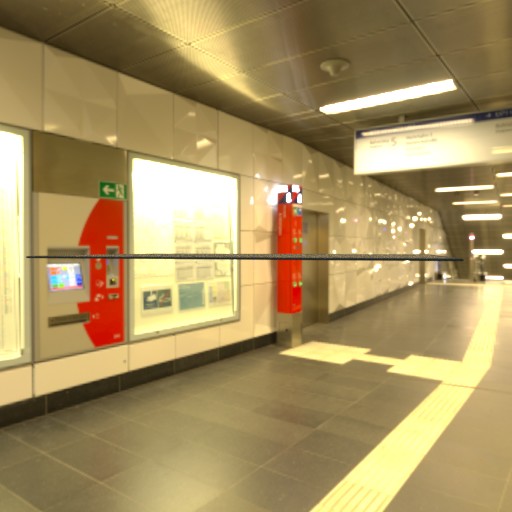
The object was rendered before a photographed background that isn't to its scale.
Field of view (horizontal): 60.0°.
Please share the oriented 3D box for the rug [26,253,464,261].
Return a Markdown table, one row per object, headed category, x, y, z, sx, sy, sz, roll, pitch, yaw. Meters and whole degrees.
| category | x | y | z | sx | sy | sz | roll | pitch | yaw |
| --- | --- | --- | --- | --- | --- | --- | --- | --- | --- |
| rug | 0.000 | 0.000 | 2.336 | 1.829 | 0.010 | 1.219 | 0 | 1 | 17 |
